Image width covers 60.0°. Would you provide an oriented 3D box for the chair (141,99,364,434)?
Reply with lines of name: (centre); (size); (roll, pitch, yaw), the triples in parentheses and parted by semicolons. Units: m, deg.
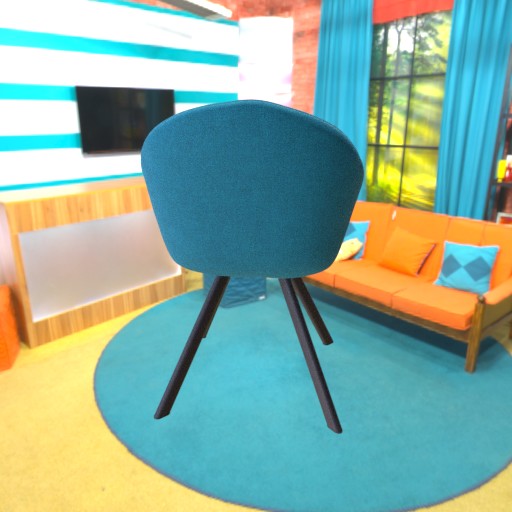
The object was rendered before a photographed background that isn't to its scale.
chair: (0.000, 0.000, 1.190); (0.545, 0.775, 0.565); (2, 18, 6)
